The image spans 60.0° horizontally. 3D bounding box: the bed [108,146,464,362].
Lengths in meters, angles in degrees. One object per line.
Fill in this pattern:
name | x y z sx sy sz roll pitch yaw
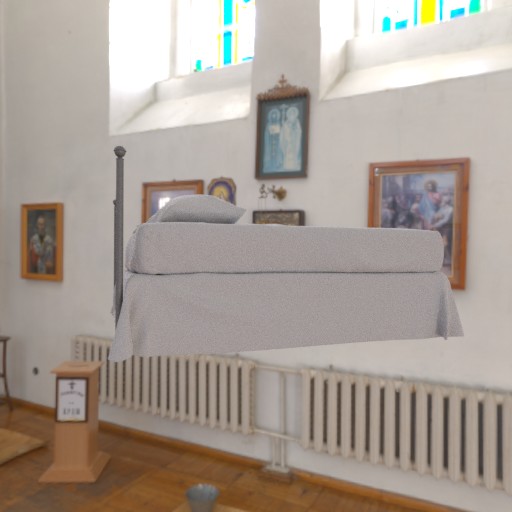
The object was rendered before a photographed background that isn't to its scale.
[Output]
bed | 0.000 0.000 3.537 2.220 1.080 2.309 0 -1 -18
